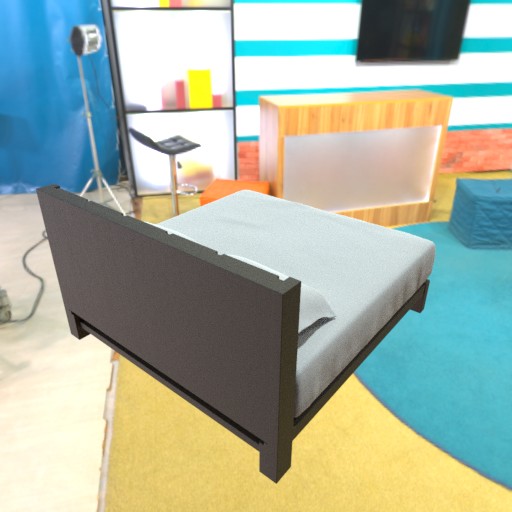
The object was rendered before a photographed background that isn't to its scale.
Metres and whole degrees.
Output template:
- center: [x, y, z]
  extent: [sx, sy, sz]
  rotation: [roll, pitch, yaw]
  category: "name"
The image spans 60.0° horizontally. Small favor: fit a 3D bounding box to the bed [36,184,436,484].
- center: [0.000, 0.000, 3.548]
  extent: [2.143, 1.261, 2.238]
  rotation: [21, 34, 34]
  category: "bed"
